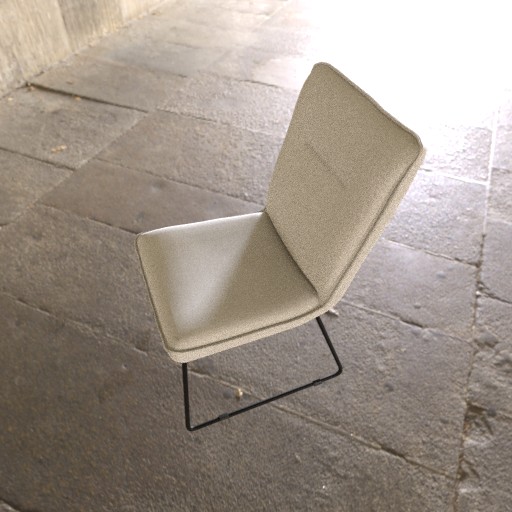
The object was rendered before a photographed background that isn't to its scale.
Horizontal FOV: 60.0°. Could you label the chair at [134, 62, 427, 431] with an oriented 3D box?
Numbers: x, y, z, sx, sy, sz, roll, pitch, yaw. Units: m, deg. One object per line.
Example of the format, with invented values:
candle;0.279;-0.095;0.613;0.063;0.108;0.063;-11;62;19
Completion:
chair;0.000;0.000;1.376;0.688;0.930;0.515;-16;48;-15
